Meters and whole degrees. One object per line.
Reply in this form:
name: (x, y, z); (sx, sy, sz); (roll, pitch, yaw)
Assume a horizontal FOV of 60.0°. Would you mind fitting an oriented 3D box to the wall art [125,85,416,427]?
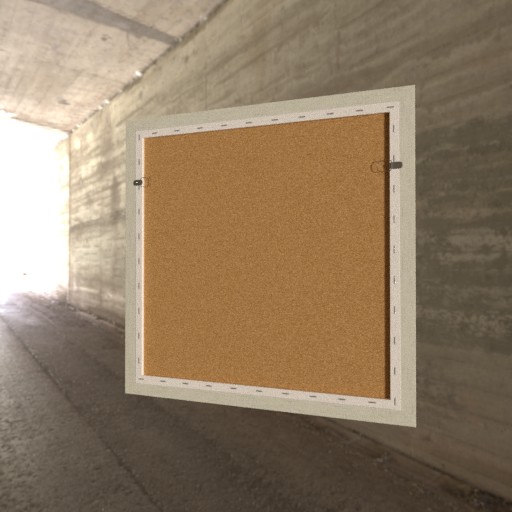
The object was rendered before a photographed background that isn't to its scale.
wall art: (0.000, 0.000, 1.501); (1.016, 1.016, 0.045); (0, -1, 19)
